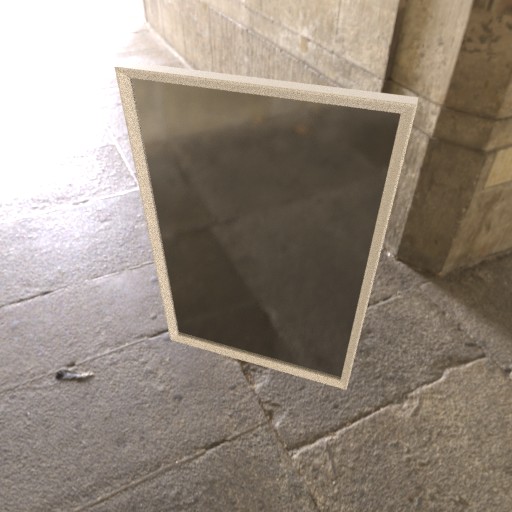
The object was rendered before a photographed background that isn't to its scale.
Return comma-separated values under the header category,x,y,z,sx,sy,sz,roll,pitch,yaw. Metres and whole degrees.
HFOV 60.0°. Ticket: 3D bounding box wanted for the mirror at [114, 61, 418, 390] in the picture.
category,x,y,z,sx,sy,sz,roll,pitch,yaw
mirror,0.000,0.000,1.167,0.609,0.915,0.041,13,43,14
